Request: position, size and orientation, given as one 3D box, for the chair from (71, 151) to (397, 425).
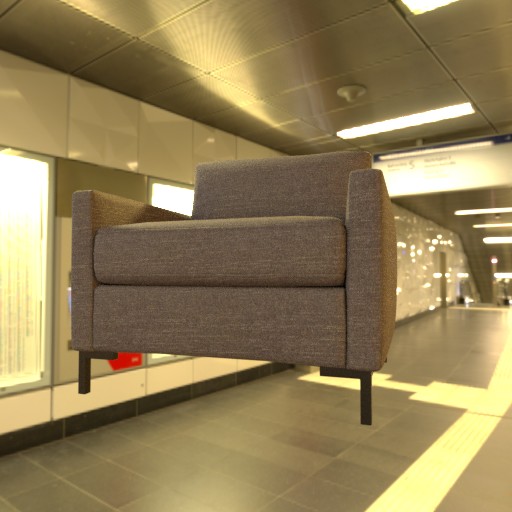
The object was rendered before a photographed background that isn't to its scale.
[{"bbox_3d":[0.000,0.000,1.569,0.940,0.841,0.845,-1,-2,19],"label":"chair"}]
